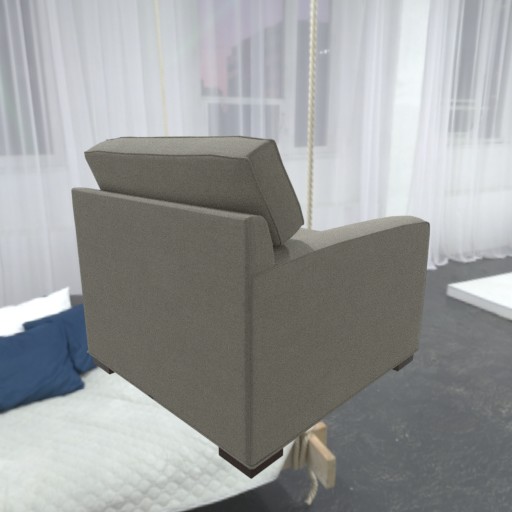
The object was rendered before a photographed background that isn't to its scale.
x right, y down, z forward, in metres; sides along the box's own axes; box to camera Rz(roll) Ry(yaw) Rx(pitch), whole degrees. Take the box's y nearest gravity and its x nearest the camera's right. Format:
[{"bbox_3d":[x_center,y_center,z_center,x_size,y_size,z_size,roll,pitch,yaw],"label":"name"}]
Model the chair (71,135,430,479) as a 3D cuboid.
[{"bbox_3d":[0.000,0.000,1.797,0.999,0.934,1.044,14,20,43],"label":"chair"}]
